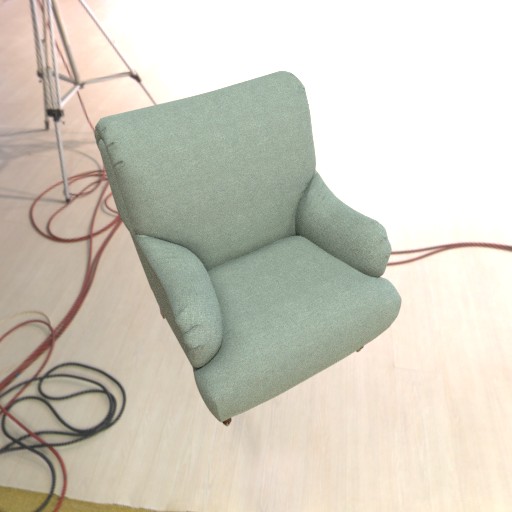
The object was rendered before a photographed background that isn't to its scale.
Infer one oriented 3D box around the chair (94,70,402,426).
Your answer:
[{"bbox_3d":[0.000,0.000,1.999,0.964,1.178,1.060,-23,51,-20],"label":"chair"}]
